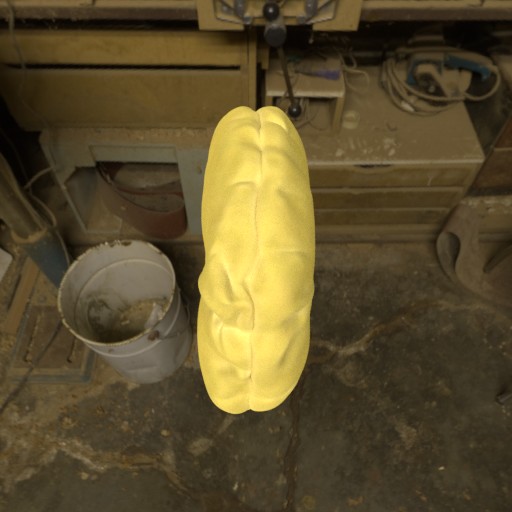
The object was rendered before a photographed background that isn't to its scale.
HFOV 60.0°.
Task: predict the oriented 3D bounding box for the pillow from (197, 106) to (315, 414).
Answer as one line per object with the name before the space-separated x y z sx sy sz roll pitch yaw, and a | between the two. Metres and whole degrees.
pillow | 0.000 0.000 0.640 0.148 0.407 0.428 1 58 1
